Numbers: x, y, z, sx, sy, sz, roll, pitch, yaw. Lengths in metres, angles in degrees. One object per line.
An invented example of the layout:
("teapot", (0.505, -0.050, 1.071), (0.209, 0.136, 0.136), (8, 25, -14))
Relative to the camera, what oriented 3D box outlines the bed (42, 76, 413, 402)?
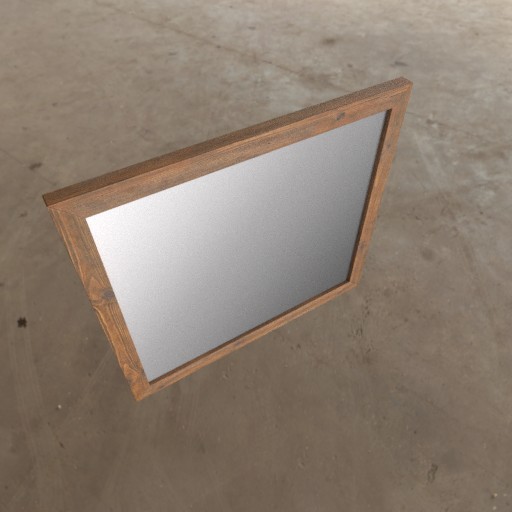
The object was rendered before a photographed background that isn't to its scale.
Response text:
("bed", (0.000, 0.000, 1.465), (1.046, 0.942, 0.046), (-24, 52, -21))
